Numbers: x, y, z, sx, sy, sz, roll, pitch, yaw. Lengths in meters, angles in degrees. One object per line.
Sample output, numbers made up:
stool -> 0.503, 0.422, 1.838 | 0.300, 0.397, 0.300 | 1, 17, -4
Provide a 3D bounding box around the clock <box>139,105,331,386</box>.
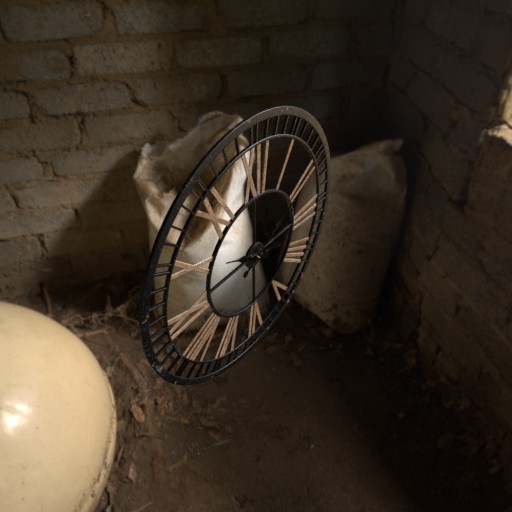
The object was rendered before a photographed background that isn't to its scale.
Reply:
clock -> 0.000, 0.000, 1.283 | 0.025, 0.843, 0.843 | 27, 48, 27
